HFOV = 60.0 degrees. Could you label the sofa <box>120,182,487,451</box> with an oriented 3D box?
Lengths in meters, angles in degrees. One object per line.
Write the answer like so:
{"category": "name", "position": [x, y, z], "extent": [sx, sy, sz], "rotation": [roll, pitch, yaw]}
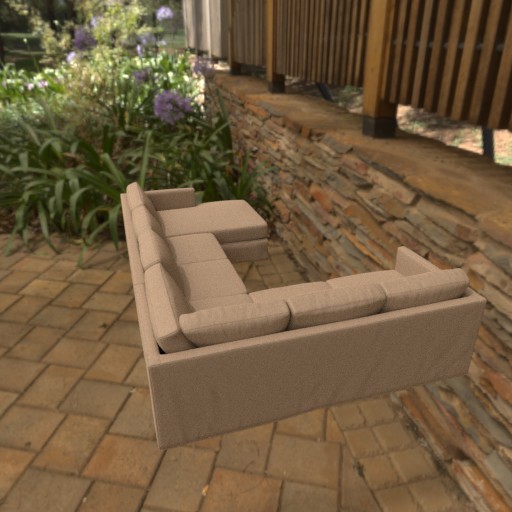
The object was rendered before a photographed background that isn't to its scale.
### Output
{"category": "sofa", "position": [0.000, 0.000, 4.454], "extent": [2.427, 0.882, 3.460], "rotation": [-8, 27, -16]}
